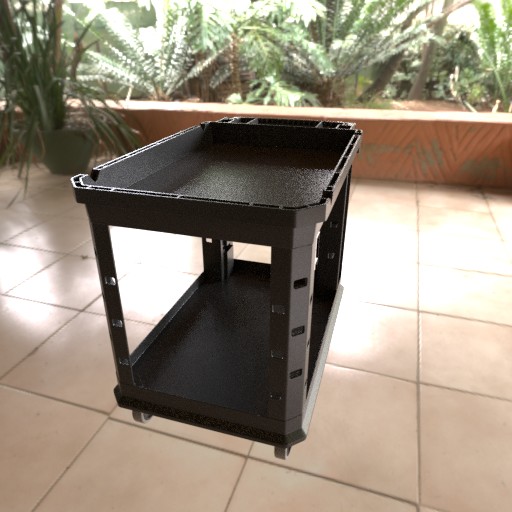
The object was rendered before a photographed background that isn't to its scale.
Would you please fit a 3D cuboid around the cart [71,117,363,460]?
[{"bbox_3d":[0.000,0.000,1.742,0.674,0.884,1.239,8,27,15],"label":"cart"}]
